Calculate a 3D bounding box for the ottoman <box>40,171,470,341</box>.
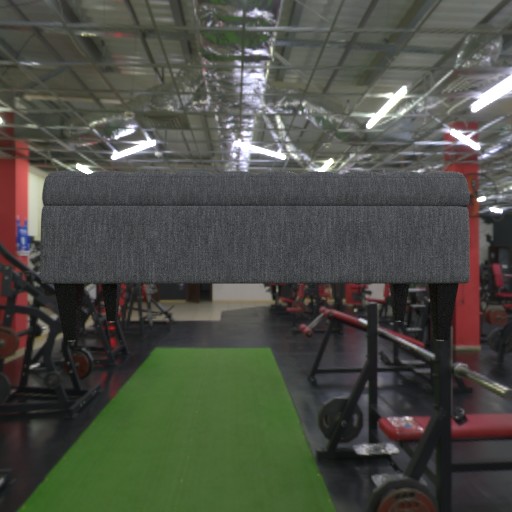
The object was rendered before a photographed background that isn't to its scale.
[{"bbox_3d":[0.000,0.000,1.407,1.151,0.469,0.482,0,0,-1],"label":"ottoman"}]
